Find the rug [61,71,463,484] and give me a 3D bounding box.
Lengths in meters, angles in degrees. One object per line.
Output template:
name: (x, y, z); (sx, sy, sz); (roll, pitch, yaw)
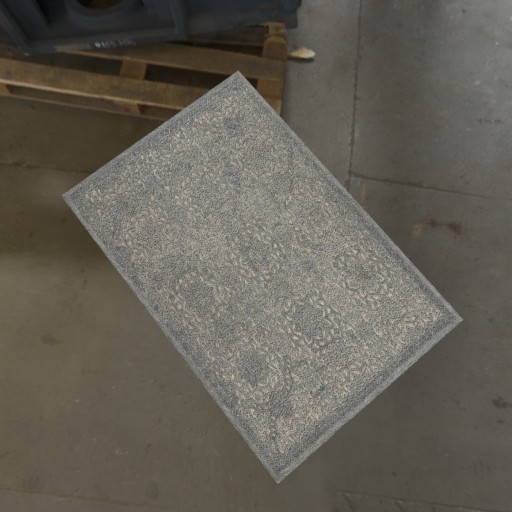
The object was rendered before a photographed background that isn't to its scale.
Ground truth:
rug: (0.000, 0.000, 2.301); (1.208, 0.012, 1.819); (-38, 80, -8)
